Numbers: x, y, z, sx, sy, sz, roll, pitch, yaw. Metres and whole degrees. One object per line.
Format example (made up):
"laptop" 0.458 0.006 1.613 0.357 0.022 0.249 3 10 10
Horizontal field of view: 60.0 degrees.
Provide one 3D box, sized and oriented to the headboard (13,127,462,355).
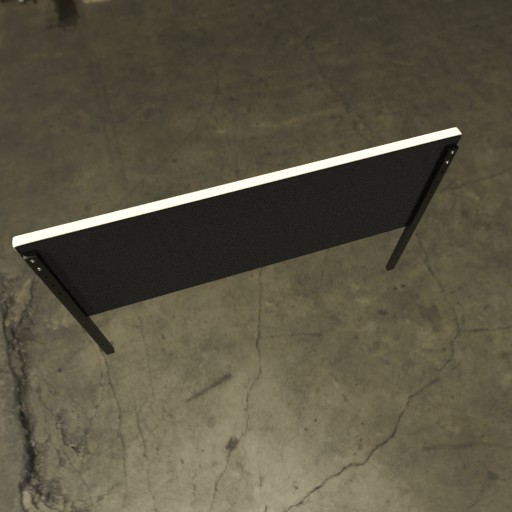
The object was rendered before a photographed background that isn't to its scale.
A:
"headboard" 0.000 0.000 2.819 2.362 1.410 0.120 -16 60 -9
